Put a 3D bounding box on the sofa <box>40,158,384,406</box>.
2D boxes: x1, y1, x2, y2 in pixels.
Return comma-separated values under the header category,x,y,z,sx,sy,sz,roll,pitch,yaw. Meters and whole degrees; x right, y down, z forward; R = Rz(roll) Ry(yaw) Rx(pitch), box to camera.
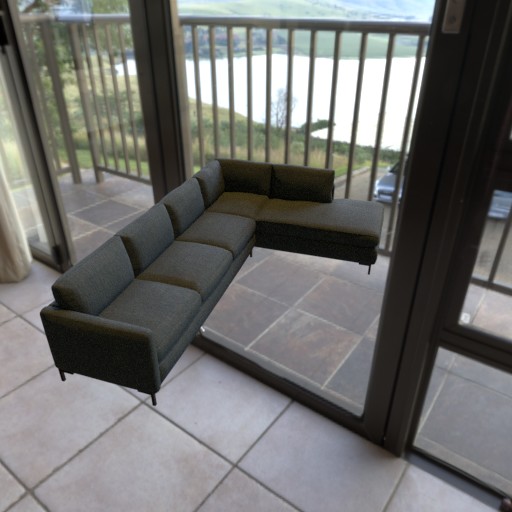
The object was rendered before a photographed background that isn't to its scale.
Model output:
category,x,y,z,sx,sy,sz,roll,pitch,yaw
sofa,0.000,0.000,3.859,2.007,0.815,2.949,9,31,16
